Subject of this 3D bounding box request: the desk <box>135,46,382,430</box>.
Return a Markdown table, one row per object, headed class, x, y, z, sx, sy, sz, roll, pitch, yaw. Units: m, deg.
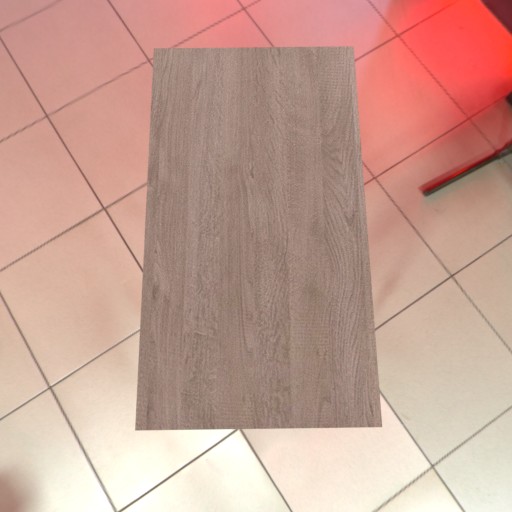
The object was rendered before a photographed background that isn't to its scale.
| class | x | y | z | sx | sy | sz | roll | pitch | yaw |
| --- | --- | --- | --- | --- | --- | --- | --- | --- | --- |
| desk | 0.000 | 0.000 | 1.349 | 0.498 | 0.724 | 0.893 | -1 | 76 | 0 |
